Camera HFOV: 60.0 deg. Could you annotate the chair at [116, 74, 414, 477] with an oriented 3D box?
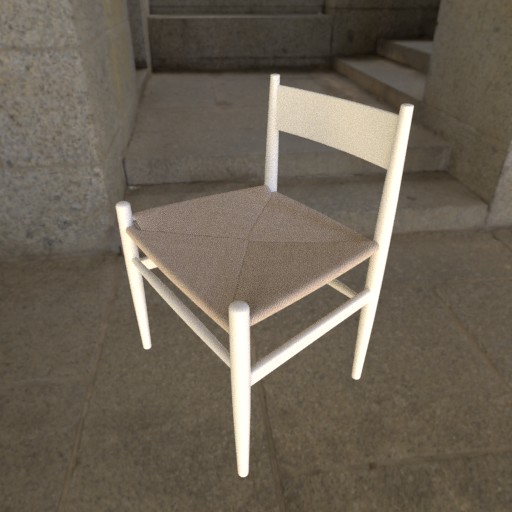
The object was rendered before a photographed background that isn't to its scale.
[{"bbox_3d":[0.000,0.000,1.121,0.495,0.762,0.556,-21,38,-30],"label":"chair"}]
